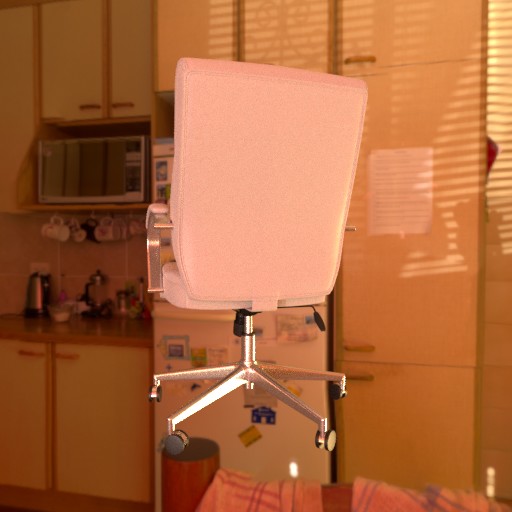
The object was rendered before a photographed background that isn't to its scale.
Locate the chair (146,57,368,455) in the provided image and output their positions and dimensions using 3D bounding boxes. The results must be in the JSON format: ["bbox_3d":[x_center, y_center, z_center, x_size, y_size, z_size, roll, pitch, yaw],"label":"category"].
[{"bbox_3d":[0.000,0.000,1.558,0.727,1.099,0.745,-1,2,-18],"label":"chair"}]
